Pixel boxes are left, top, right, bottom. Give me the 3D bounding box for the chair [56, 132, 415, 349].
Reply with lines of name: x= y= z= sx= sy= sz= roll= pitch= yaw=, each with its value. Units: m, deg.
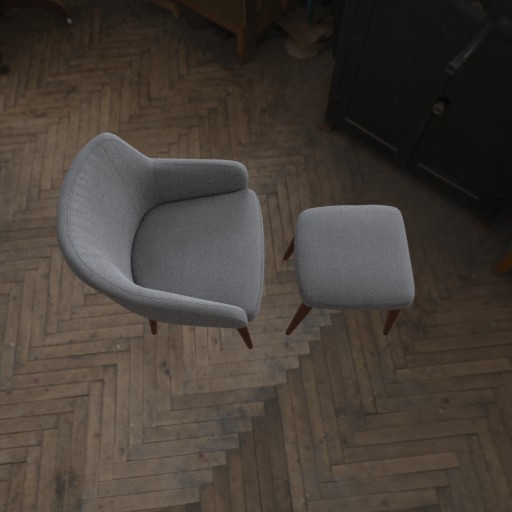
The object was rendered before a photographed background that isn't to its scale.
chair: x=0.000 y=0.000 z=1.584 sx=1.107 sy=0.799 sz=0.584 roll=0 pitch=65 yaw=0
